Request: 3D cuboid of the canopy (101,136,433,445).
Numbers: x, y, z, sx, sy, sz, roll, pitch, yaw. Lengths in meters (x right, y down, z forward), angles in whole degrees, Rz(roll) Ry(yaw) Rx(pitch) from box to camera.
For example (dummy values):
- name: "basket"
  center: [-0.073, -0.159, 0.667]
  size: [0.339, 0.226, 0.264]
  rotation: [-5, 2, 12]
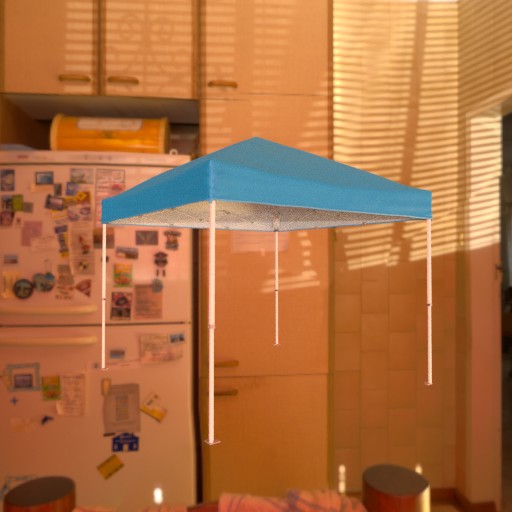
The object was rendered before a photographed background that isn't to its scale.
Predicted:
- name: "canopy"
  center: [0.000, 0.000, 5.558]
  size: [2.996, 2.997, 2.998]
  rotation: [0, 0, -35]
